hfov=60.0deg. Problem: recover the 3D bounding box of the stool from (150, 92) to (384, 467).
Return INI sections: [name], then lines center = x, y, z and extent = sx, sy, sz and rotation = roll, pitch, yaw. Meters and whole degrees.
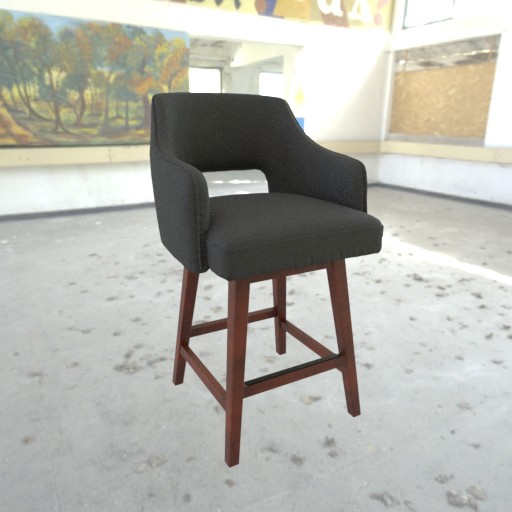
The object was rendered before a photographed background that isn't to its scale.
[stool]
center = 0.000, 0.000, 1.283
extent = 0.548, 0.912, 0.558
rotation = -9, 20, -28
